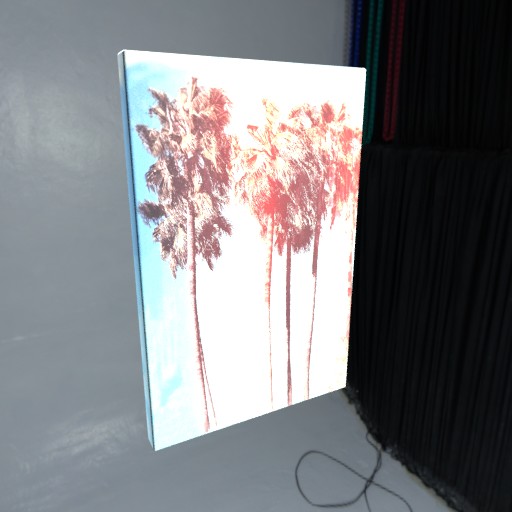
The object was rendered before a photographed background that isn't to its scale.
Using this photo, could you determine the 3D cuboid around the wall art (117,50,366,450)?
[{"bbox_3d":[0.000,0.000,0.752,0.401,0.610,0.038,-9,18,-27],"label":"wall art"}]
